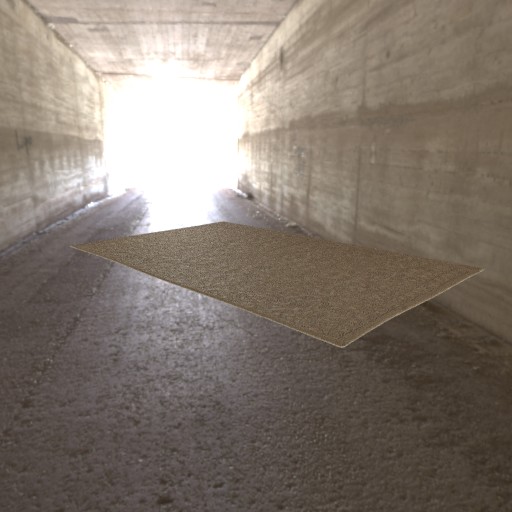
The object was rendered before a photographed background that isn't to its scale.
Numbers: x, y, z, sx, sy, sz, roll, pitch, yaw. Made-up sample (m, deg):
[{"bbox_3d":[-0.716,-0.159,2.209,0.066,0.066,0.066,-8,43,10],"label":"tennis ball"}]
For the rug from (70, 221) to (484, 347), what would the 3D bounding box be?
[{"bbox_3d":[0.000,0.000,3.015,2.435,0.012,1.529,14,20,43],"label":"rug"}]
